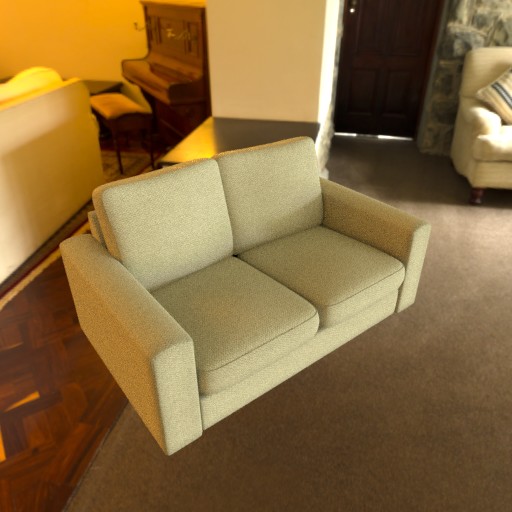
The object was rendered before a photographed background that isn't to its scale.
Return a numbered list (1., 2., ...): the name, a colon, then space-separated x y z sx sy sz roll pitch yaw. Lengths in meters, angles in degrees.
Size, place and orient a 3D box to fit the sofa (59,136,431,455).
1. sofa: 0.000 0.000 2.262 1.616 0.873 1.016 -22 38 -32
